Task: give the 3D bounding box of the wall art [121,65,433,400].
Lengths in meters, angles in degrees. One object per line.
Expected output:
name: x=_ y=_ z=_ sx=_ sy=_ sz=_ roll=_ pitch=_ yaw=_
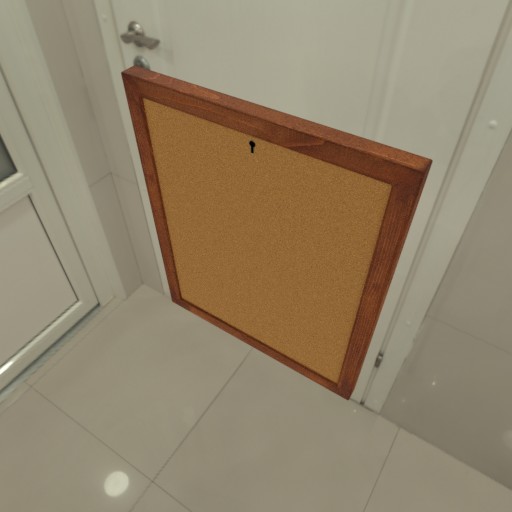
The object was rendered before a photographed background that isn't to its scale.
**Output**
wall art: x=0.000 y=0.000 z=0.785 sx=0.462 sy=0.558 sz=0.030 roll=25 pitch=52 yaw=22
